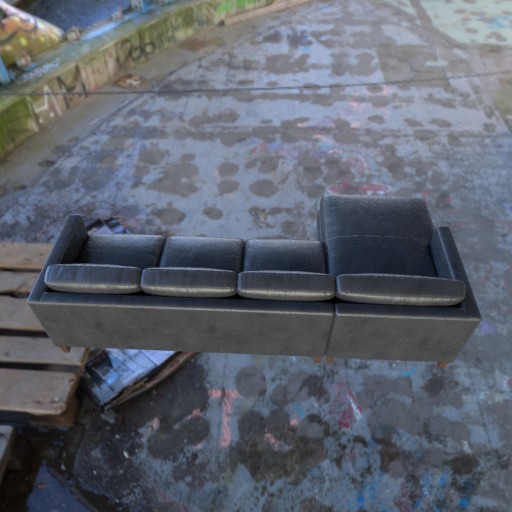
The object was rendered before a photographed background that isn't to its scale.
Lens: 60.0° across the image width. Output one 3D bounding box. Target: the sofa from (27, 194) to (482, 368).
[{"bbox_3d":[0.000,0.000,3.840,3.203,0.883,1.581,2,48,2],"label":"sofa"}]
